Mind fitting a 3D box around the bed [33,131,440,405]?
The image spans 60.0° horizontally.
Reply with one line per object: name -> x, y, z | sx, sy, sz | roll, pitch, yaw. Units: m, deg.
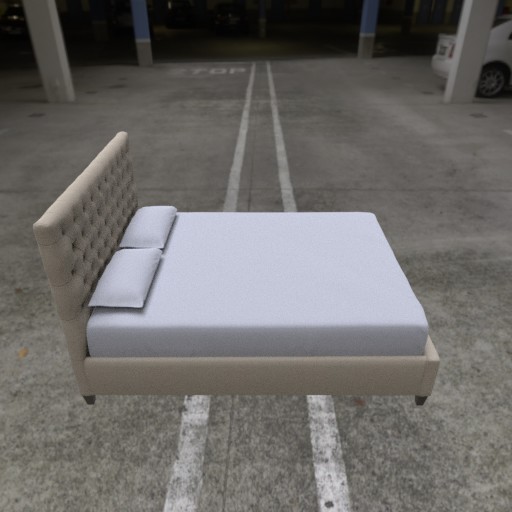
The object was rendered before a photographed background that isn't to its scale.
bed -> 0.000, 0.000, 3.389 | 2.387, 1.427, 1.698 | 0, 32, 0
